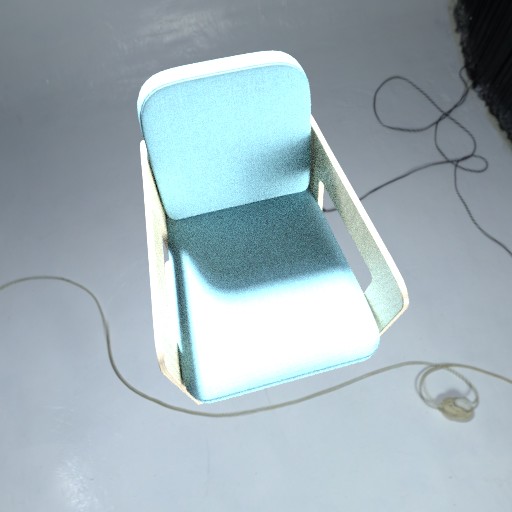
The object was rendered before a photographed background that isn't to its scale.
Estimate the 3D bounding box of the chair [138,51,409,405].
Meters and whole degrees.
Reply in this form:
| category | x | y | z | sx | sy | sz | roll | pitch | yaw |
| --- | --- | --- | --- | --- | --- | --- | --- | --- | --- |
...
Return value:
| category | x | y | z | sx | sy | sz | roll | pitch | yaw |
| --- | --- | --- | --- | --- | --- | --- | --- | --- | --- |
| chair | 0.000 | 0.000 | 1.264 | 0.590 | 0.800 | 0.710 | -14 | 65 | -7 |
